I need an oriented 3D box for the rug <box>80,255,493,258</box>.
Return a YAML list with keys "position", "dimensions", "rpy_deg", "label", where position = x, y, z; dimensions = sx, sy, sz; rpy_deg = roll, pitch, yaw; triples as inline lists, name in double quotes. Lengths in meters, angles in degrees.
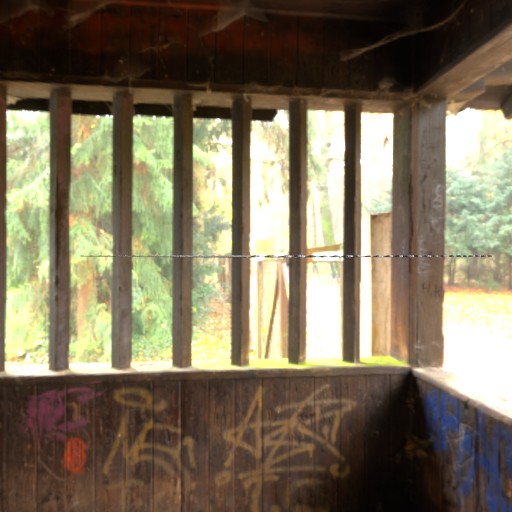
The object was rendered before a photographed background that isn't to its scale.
- position: [0.000, 0.000, 4.346]
  dimensions: [2.471, 0.016, 3.416]
  rpy_deg: [0, 0, -36]
  label: "rug"
